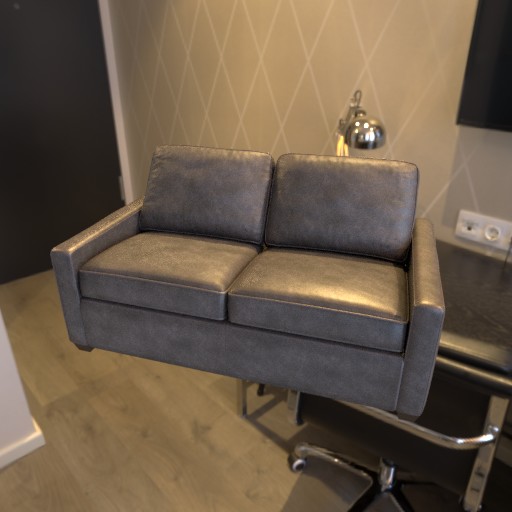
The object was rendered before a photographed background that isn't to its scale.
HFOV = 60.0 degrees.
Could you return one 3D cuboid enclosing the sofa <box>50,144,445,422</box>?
[{"bbox_3d":[0.000,0.000,2.257,1.732,0.916,0.939,8,27,15],"label":"sofa"}]
